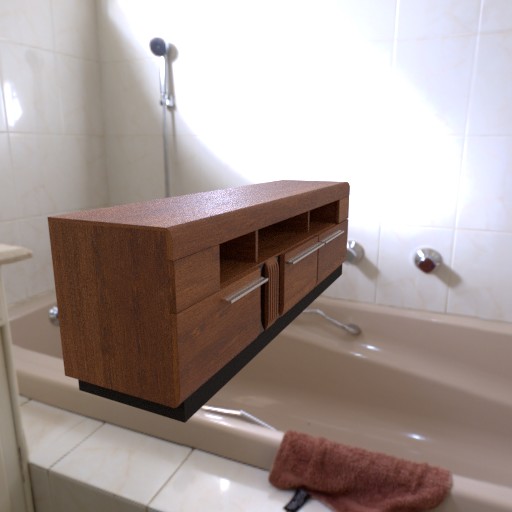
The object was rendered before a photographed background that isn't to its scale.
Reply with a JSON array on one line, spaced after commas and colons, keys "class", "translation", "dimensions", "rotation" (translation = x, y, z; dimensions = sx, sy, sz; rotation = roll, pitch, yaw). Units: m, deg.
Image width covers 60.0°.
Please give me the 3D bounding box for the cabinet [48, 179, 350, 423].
[{"class": "cabinet", "translation": [0.000, 0.000, 1.809], "dimensions": [0.419, 0.510, 1.600], "rotation": [6, 15, 25]}]
